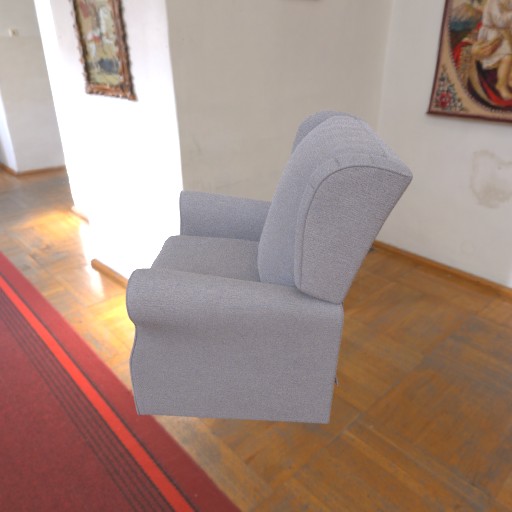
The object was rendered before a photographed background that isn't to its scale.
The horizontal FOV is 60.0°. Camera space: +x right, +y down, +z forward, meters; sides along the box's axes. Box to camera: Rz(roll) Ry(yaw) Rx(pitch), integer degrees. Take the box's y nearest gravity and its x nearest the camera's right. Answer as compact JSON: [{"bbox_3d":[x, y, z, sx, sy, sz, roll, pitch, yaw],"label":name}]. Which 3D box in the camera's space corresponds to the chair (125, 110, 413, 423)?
[{"bbox_3d":[0.000,0.000,1.696,0.854,0.966,0.906,1,27,2],"label":"chair"}]
